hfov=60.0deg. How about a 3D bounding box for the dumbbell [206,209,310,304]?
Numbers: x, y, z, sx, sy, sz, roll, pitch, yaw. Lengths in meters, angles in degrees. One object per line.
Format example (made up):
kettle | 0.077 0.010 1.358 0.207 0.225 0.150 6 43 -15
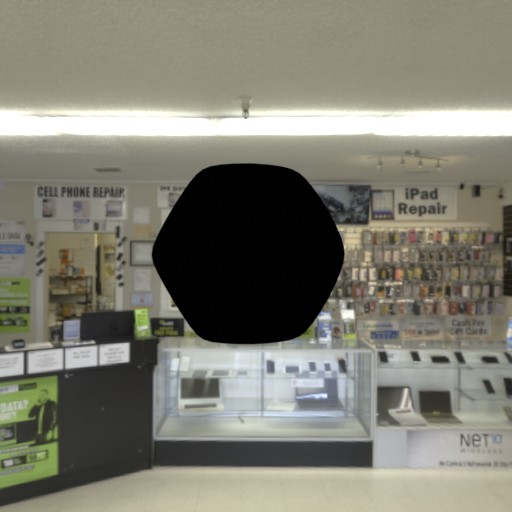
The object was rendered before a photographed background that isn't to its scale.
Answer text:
dumbbell | 0.000 0.000 0.148 0.047 0.043 0.123 0 0 1
